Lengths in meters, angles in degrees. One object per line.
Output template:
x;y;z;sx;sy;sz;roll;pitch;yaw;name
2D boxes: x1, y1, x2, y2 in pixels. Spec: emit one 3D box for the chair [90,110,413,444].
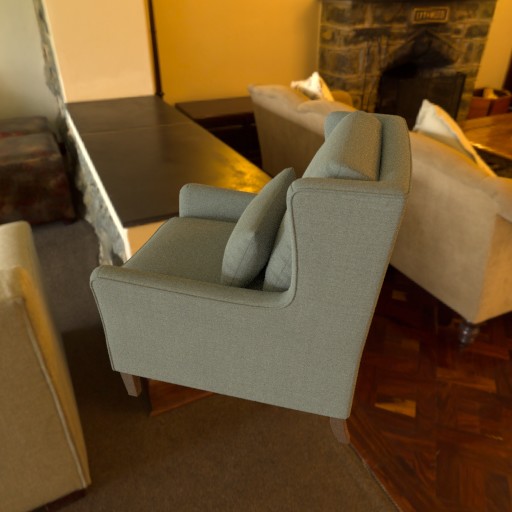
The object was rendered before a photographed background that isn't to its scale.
0.000;0.000;1.800;1.040;1.056;0.866;8;32;13;chair
